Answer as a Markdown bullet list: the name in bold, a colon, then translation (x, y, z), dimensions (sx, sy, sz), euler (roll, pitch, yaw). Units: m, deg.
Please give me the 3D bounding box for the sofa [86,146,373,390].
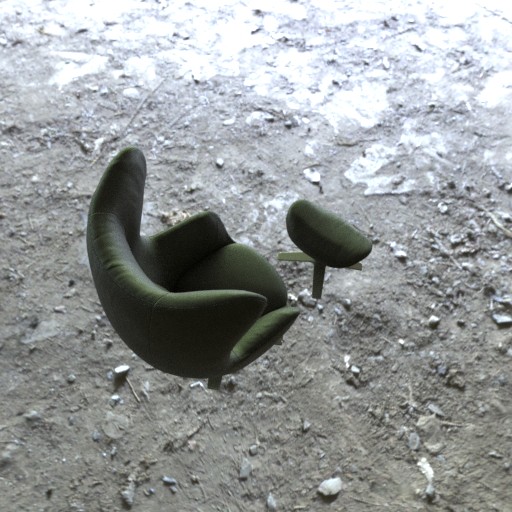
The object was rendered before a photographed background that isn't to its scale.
- **sofa**: translation (0.000, 0.000, 2.138), dimensions (1.444, 1.135, 0.894), euler (-32, 62, -19)
